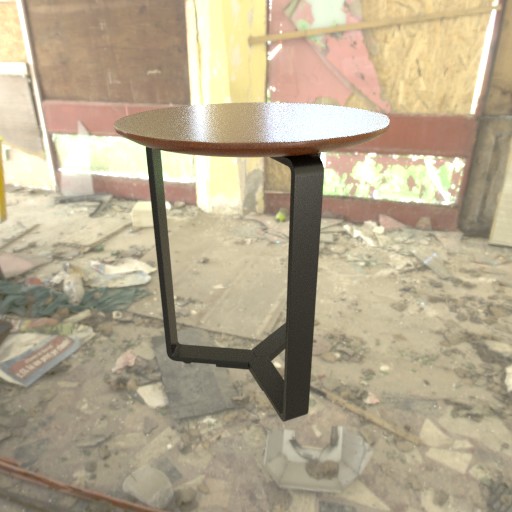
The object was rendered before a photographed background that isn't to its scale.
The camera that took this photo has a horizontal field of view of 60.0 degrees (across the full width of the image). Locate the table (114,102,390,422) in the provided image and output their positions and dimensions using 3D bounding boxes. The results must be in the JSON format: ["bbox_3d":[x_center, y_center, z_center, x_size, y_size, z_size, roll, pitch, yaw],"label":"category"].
[{"bbox_3d":[0.000,0.000,0.746,0.380,0.450,0.410,18,30,33],"label":"table"}]
